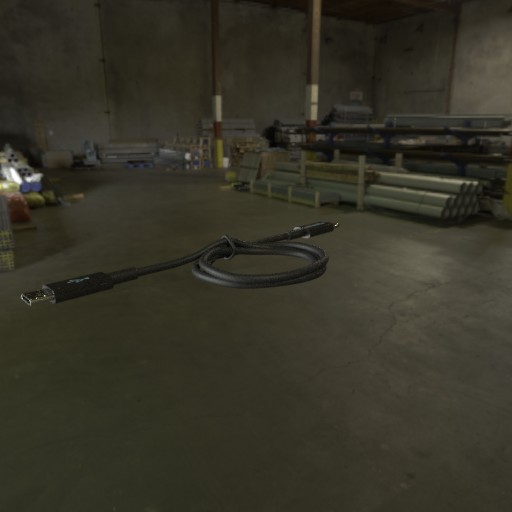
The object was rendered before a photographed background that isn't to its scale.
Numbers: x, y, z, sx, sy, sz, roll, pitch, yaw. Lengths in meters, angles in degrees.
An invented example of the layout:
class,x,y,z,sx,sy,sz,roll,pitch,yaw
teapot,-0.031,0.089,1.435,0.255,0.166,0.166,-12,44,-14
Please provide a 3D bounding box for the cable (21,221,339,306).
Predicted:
class,x,y,z,sx,sy,sz,roll,pitch,yaw
cable,0.000,0.000,0.225,0.203,0.014,0.070,-15,22,-42
